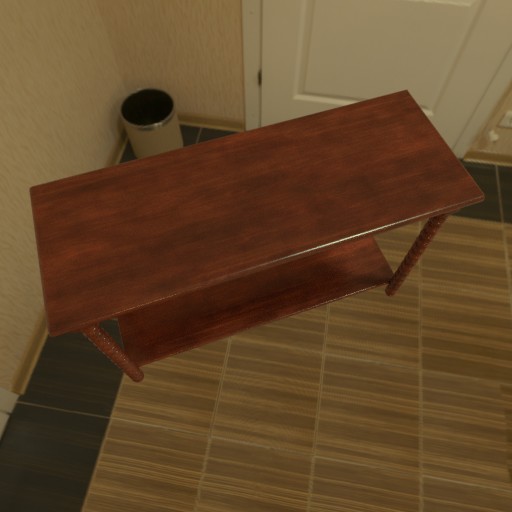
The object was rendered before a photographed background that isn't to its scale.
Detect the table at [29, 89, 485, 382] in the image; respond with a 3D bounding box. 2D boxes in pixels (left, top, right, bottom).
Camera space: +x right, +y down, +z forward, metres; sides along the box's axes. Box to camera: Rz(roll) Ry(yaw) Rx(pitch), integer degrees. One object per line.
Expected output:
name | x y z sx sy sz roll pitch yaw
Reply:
table | 0.000 0.000 1.544 1.184 0.740 0.459 -17 63 -9
